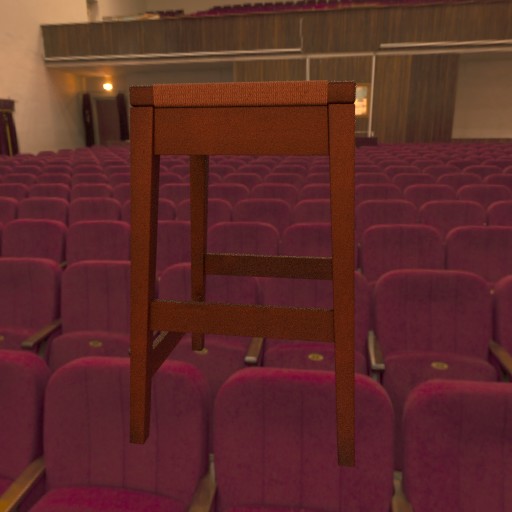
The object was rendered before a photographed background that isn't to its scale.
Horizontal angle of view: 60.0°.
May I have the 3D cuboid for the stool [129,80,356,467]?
[{"bbox_3d":[0.000,0.000,1.110,0.497,0.762,0.507,2,14,9],"label":"stool"}]
